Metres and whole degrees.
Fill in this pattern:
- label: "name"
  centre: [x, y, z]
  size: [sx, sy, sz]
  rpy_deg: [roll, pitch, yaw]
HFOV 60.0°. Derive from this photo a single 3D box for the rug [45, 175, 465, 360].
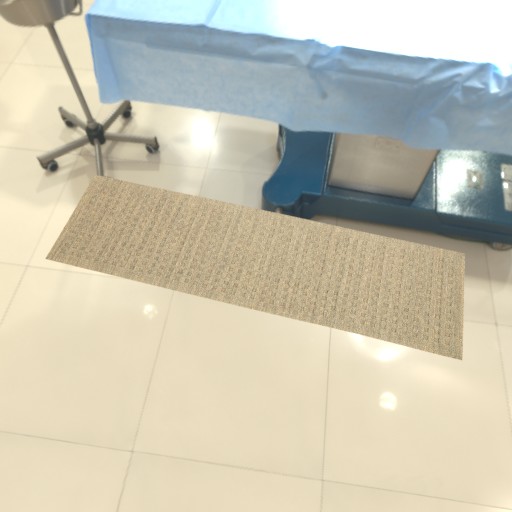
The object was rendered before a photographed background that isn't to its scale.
- label: "rug"
  centre: [0.000, 0.000, 2.674]
  size: [2.437, 0.005, 0.688]
  rpy_deg: [13, 60, 8]
